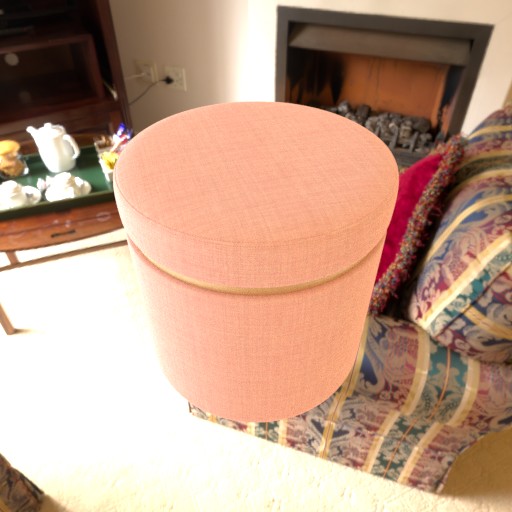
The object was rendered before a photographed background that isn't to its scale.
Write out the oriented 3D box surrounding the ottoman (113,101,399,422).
[{"bbox_3d":[0.000,0.000,0.750,0.400,0.406,0.400,0,41,0],"label":"ottoman"}]
